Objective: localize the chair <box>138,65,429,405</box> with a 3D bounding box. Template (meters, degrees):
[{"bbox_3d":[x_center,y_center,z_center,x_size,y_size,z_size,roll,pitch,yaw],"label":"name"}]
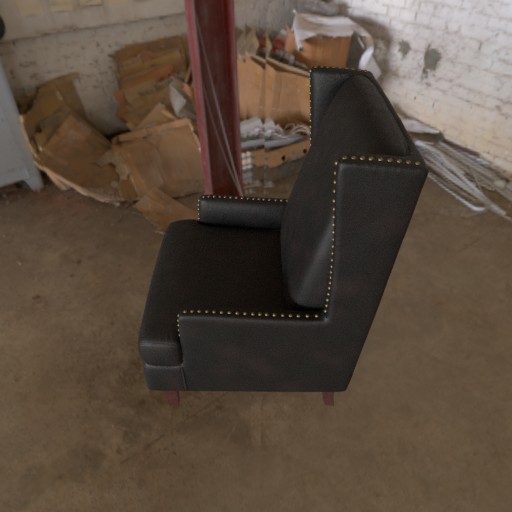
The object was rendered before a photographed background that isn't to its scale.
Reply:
[{"bbox_3d":[0.000,0.000,1.619,0.799,1.142,0.703,0,41,0],"label":"chair"}]
